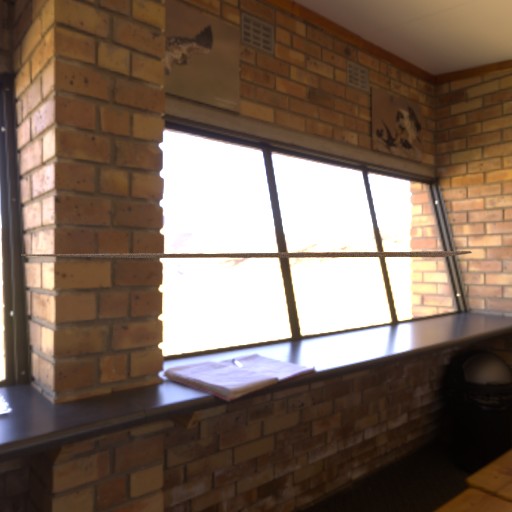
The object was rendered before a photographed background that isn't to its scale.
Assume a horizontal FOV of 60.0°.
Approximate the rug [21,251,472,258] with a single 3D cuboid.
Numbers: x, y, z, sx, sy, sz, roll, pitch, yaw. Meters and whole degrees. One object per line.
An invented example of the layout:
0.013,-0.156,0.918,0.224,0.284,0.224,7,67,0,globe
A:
0.000,0.000,2.964,2.446,0.009,1.529,0,-1,18,rug
